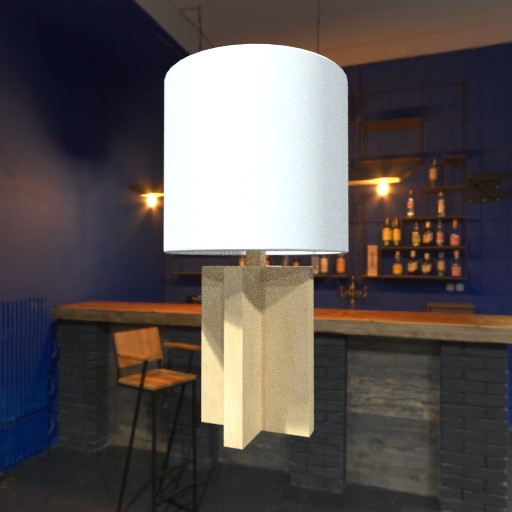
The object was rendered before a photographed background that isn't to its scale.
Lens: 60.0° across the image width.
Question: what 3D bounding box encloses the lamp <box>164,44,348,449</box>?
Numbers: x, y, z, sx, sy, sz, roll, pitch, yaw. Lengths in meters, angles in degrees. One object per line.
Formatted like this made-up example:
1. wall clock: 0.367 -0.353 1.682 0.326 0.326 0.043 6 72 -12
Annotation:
1. lamp: 0.000 0.000 0.561 0.229 0.428 0.229 0 -1 21
